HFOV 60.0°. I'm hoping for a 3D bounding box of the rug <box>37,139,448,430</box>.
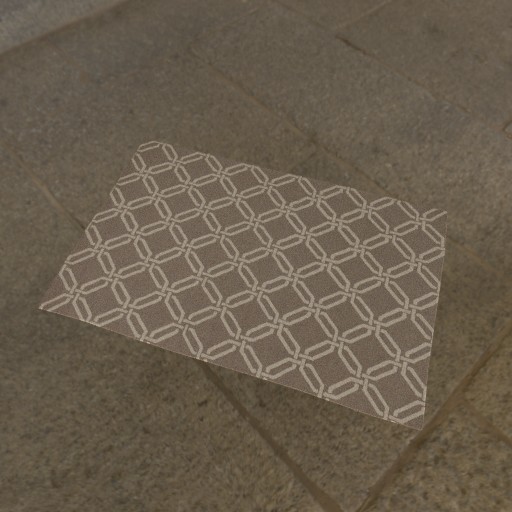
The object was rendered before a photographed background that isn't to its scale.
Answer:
[{"bbox_3d":[0.000,0.000,2.163,1.748,0.010,1.142,15,60,9],"label":"rug"}]
